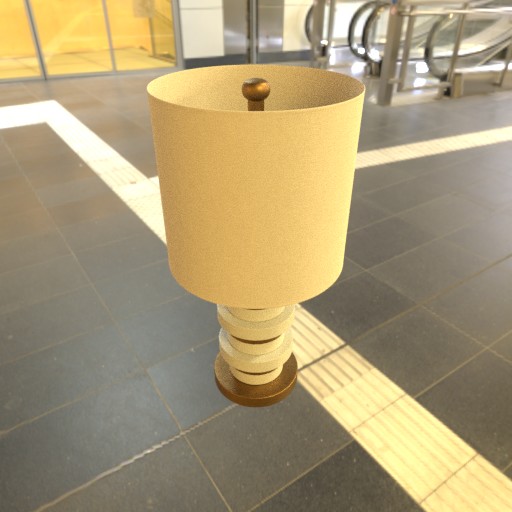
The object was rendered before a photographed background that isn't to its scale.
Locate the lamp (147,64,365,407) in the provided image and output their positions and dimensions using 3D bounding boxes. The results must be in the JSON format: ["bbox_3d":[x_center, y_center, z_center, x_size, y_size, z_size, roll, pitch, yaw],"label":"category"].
[{"bbox_3d":[0.000,0.000,0.542,0.210,0.410,0.210,22,38,30],"label":"lamp"}]
